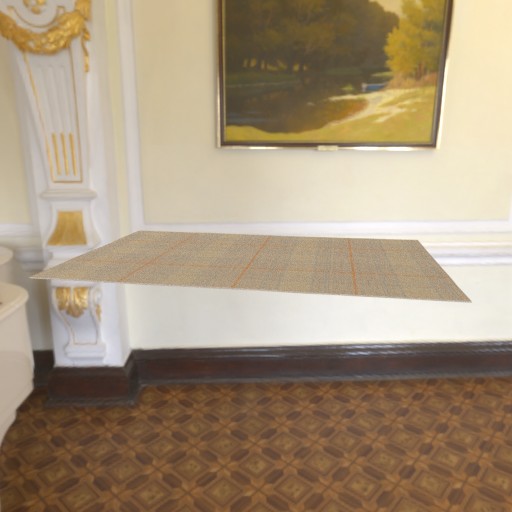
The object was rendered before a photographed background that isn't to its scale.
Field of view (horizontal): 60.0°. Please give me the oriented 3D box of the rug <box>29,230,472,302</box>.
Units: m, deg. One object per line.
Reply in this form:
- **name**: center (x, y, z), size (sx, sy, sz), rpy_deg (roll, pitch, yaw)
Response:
- **rug**: center (0.000, 0.000, 3.129), size (2.442, 0.016, 1.527), rpy_deg (2, 14, 10)
